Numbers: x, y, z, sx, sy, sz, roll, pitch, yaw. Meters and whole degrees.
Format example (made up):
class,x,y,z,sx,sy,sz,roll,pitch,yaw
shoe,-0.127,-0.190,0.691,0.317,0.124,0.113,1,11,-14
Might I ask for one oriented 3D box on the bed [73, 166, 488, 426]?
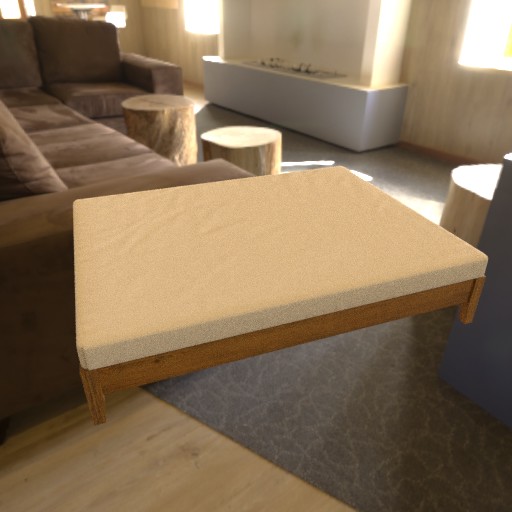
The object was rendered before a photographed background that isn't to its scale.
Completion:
class,x,y,z,sx,sy,sz,roll,pitch,yaw
bed,0.000,0.000,2.685,2.016,0.431,1.536,-10,32,-17
